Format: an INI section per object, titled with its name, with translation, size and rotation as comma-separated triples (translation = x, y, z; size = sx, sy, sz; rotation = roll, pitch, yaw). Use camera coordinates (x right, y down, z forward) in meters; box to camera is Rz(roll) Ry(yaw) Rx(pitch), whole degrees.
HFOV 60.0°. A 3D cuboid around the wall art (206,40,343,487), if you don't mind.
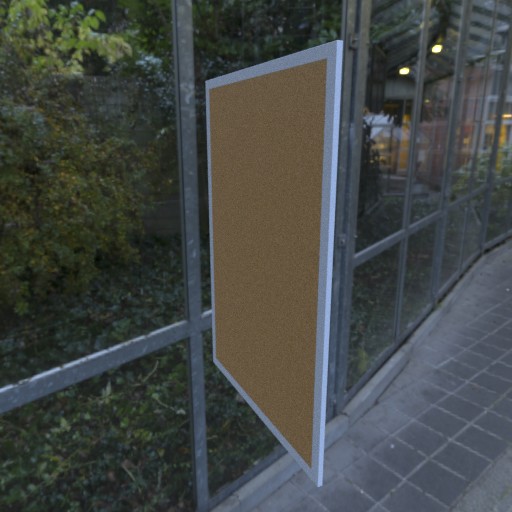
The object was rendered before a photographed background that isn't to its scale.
[wall art]
translation = 0.000, 0.000, 1.182
size = 0.013, 0.940, 0.659
rotation = -7, 17, -26
